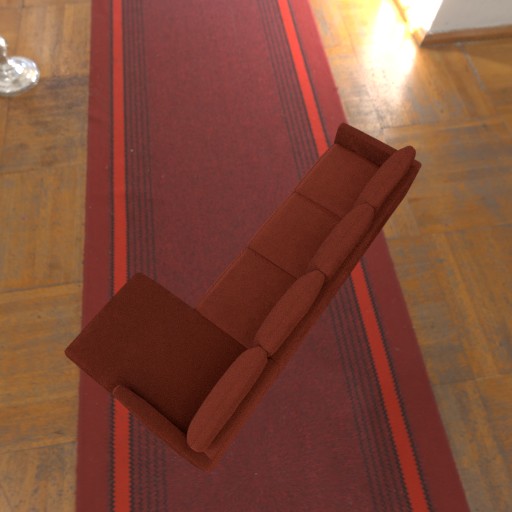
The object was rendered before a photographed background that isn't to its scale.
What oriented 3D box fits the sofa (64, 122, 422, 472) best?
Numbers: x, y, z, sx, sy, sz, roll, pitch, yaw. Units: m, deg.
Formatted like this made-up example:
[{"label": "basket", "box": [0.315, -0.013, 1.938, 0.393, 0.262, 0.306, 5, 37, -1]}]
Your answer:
[{"label": "sofa", "box": [0.000, 0.000, 3.535, 1.350, 0.810, 2.932, 34, 68, 15]}]
